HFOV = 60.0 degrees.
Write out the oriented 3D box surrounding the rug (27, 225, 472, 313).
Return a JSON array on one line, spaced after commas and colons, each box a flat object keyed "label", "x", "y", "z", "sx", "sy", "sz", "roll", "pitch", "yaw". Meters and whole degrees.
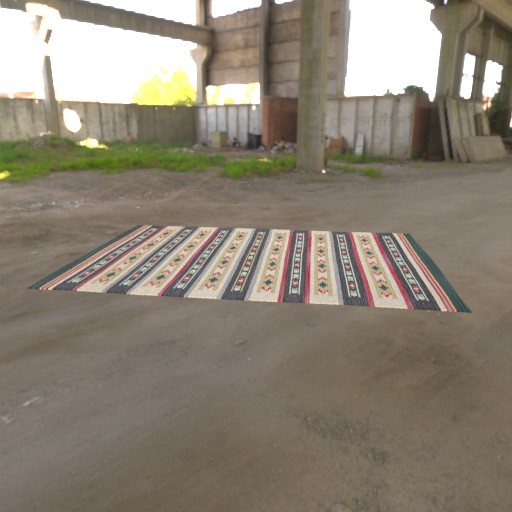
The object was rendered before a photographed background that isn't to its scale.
[{"label": "rug", "x": 0.000, "y": 0.000, "z": 2.363, "sx": 1.825, "sy": 0.009, "sz": 1.221, "roll": 2, "pitch": 17, "yaw": 8}]
